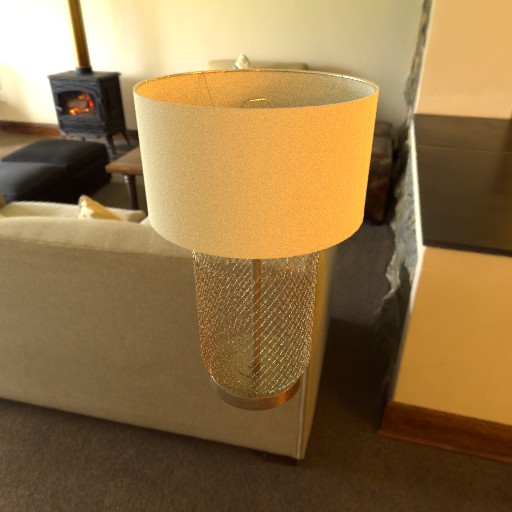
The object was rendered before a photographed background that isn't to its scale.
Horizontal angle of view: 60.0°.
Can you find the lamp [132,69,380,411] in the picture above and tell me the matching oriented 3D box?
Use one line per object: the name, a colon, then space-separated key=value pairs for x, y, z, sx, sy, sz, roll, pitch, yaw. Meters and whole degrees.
lamp: x=0.000 y=0.000 z=0.792 sx=0.353 sy=0.578 sz=0.353 roll=0 pitch=30 yaw=0
